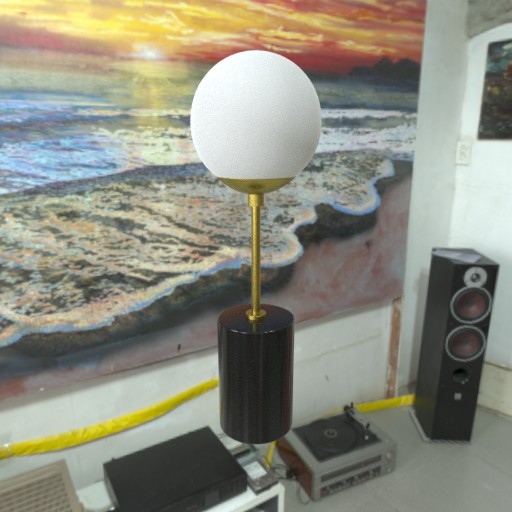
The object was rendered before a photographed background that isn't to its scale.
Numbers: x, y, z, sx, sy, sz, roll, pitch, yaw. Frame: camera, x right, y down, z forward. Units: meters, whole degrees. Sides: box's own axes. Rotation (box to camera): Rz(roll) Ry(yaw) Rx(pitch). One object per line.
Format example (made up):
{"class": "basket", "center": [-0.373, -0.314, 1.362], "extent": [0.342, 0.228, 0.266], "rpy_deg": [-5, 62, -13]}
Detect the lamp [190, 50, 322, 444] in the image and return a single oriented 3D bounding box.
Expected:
{"class": "lamp", "center": [0.000, 0.000, 0.564], "extent": [0.153, 0.480, 0.153], "rpy_deg": [0, 14, 0]}
